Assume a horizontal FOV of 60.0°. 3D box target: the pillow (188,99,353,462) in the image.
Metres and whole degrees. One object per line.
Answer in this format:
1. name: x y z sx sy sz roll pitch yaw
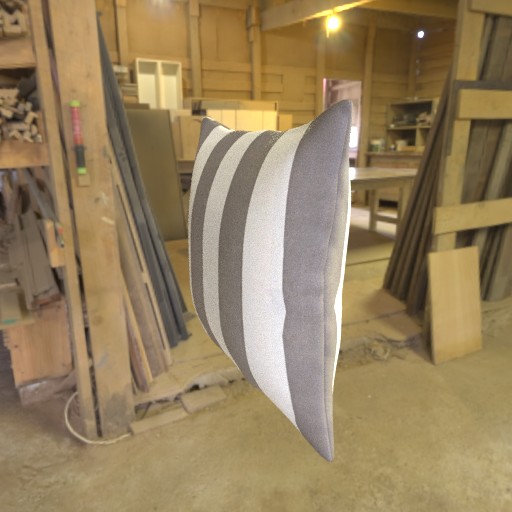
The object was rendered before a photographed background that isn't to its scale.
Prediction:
1. pillow: 0.000 0.000 0.810 0.192 0.507 0.522 -7 17 -25
